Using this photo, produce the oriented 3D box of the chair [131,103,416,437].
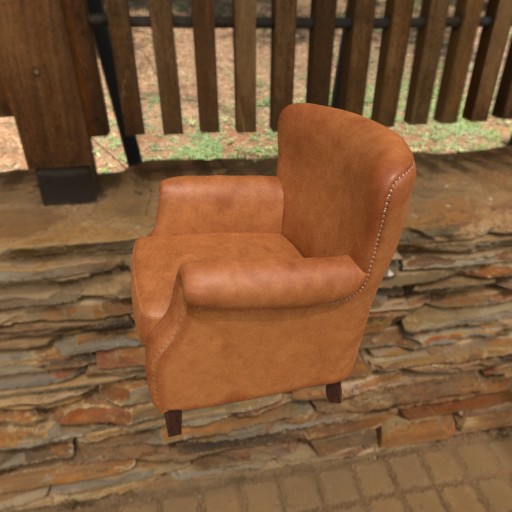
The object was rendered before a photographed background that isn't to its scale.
[{"bbox_3d":[0.000,0.000,1.637,0.921,0.936,0.861,-8,31,-13],"label":"chair"}]
